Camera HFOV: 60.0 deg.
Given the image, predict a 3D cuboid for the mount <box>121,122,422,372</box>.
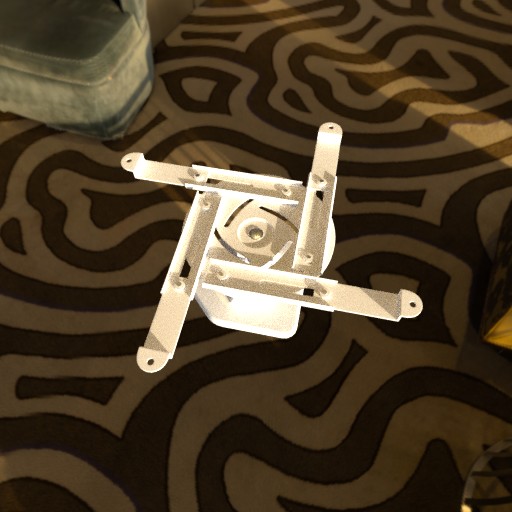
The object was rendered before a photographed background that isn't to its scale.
[{"bbox_3d":[0.000,0.000,0.593,0.394,0.141,0.394,10,59,6],"label":"mount"}]
